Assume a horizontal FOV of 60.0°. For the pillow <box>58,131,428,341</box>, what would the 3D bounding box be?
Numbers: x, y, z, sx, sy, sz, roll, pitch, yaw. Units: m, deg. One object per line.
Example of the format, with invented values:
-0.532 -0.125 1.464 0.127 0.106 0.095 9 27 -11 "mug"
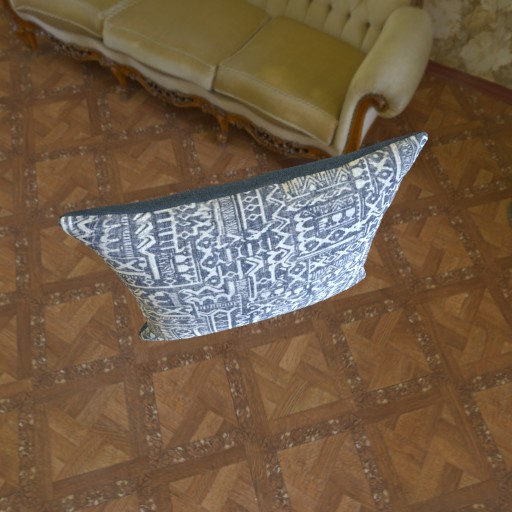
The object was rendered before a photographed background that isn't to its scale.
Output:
0.000 0.000 0.826 0.546 0.487 0.180 -15 62 -8 "pillow"
